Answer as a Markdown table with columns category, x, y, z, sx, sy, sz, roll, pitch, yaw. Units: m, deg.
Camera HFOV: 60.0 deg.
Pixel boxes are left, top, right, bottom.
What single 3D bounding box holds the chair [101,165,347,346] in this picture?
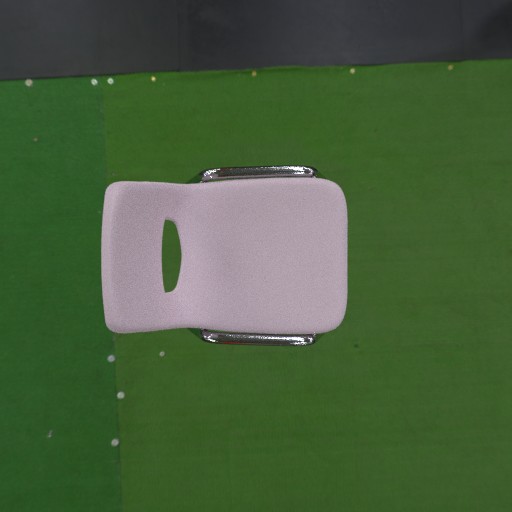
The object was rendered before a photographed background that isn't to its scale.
| category | x | y | z | sx | sy | sz | roll | pitch | yaw |
| --- | --- | --- | --- | --- | --- | --- | --- | --- | --- |
| chair | 0.000 | 0.000 | 0.852 | 0.423 | 0.586 | 0.354 | 0 | 90 | -1 |
